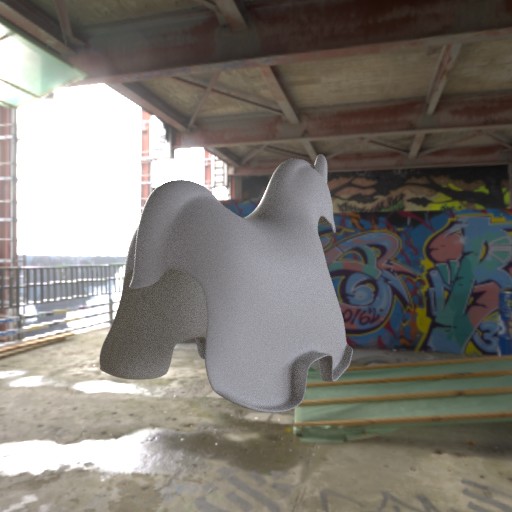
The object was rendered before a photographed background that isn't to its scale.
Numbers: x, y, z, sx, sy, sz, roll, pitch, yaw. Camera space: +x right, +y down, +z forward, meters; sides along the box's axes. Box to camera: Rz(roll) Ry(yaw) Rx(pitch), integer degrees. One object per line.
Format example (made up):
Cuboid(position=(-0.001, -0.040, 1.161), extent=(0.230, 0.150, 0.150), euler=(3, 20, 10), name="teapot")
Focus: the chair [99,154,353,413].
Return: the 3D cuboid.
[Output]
Cuboid(position=(0.000, 0.000, 1.141), extent=(0.429, 0.612, 0.800), euler=(0, 0, 35), name="chair")
